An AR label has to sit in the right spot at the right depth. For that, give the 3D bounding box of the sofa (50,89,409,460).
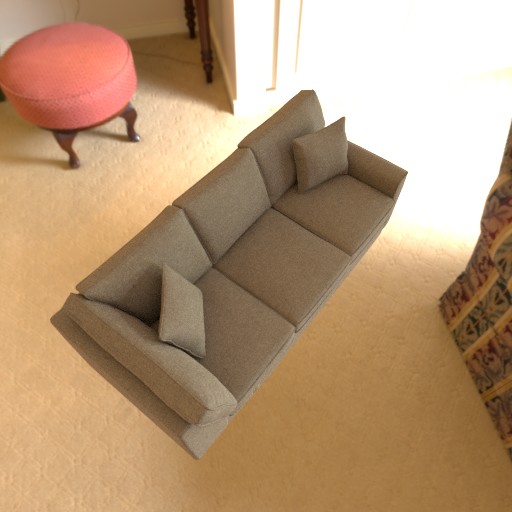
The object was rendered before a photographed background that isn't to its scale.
[{"bbox_3d":[0.000,0.000,2.932,1.061,0.962,2.317,34,63,20],"label":"sofa"}]
